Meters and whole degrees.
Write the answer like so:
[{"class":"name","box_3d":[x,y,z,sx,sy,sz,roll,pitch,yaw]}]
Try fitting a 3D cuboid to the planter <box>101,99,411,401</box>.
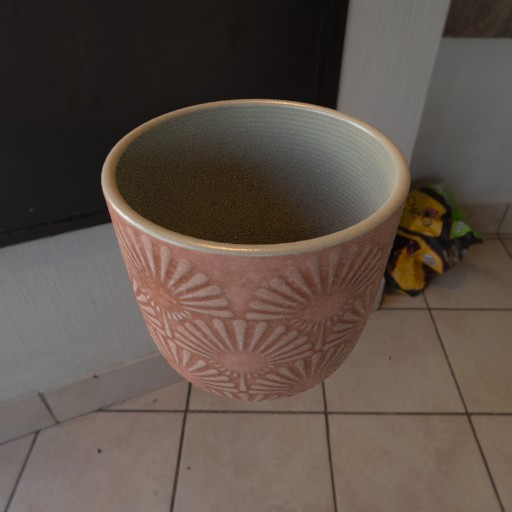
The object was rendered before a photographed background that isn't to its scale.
[{"class":"planter","box_3d":[0.000,0.000,0.218,0.124,0.109,0.124,0,41,0]}]
